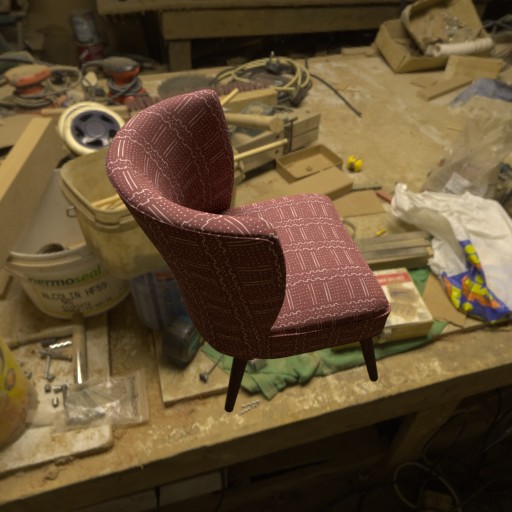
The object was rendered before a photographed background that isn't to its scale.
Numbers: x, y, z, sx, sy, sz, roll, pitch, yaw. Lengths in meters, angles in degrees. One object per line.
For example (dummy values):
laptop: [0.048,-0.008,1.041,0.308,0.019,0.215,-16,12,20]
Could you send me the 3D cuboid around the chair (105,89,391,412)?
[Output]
chair: [0.000,0.000,1.439,0.758,0.866,0.706,-10,46,-10]
